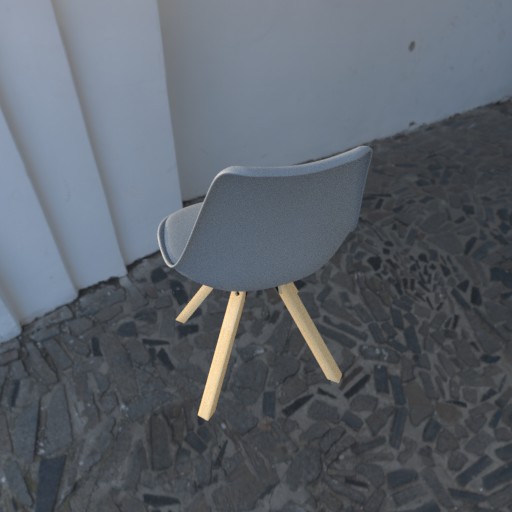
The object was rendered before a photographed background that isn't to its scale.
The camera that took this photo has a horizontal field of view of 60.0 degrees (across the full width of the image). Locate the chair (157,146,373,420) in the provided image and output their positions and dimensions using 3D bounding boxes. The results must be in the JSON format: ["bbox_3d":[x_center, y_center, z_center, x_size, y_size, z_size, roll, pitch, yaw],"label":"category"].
[{"bbox_3d":[0.000,0.000,1.185,0.485,0.850,0.549,-12,43,-13],"label":"chair"}]
